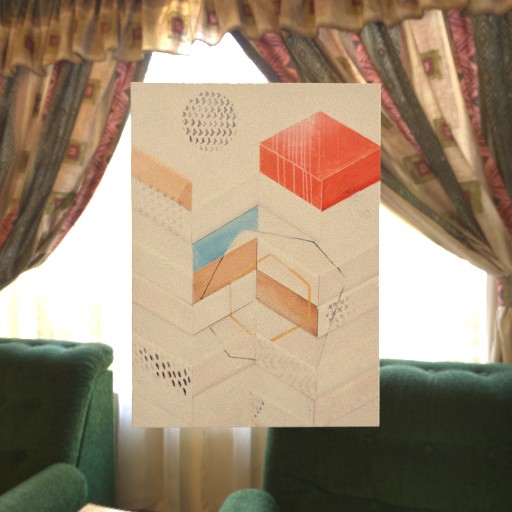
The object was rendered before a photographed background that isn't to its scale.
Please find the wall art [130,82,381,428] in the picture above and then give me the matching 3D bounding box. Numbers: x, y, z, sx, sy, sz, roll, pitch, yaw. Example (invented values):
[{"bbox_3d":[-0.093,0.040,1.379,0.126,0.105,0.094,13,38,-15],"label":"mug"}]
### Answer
[{"bbox_3d":[0.000,0.000,1.107,0.613,0.848,0.036,0,1,-1],"label":"wall art"}]
